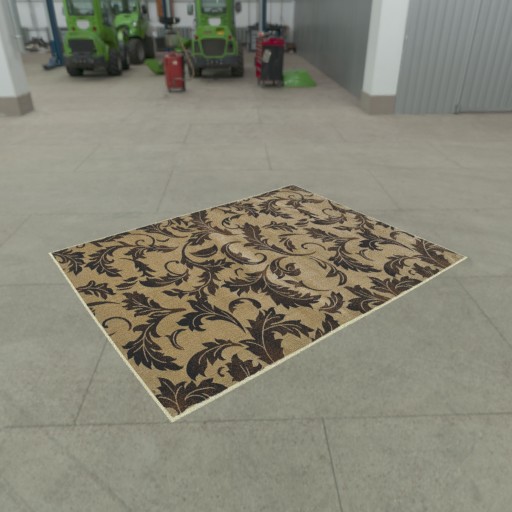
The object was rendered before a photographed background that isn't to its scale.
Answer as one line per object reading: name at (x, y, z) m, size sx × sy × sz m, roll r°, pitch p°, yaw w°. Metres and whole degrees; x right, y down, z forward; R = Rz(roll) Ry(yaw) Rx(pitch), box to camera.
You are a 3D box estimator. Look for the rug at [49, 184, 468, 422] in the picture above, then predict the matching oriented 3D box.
rug at (0.000, 0.000, 3.989) m, size 2.977 × 0.008 × 2.380 m, roll -21°, pitch 35°, yaw -32°
